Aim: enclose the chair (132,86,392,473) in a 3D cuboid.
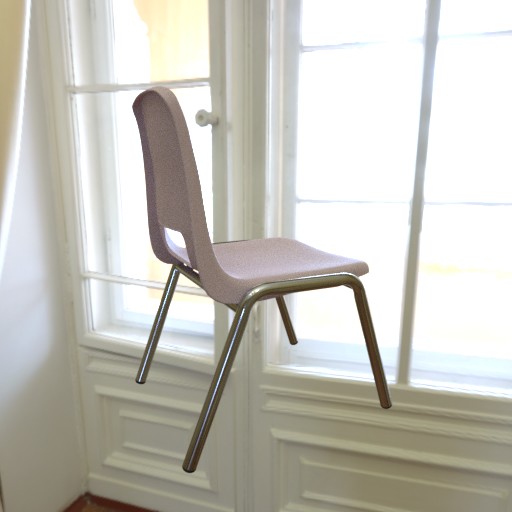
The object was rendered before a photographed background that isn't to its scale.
[{"bbox_3d":[0.000,0.000,0.853,0.423,0.586,0.354,-7,15,-27],"label":"chair"}]
